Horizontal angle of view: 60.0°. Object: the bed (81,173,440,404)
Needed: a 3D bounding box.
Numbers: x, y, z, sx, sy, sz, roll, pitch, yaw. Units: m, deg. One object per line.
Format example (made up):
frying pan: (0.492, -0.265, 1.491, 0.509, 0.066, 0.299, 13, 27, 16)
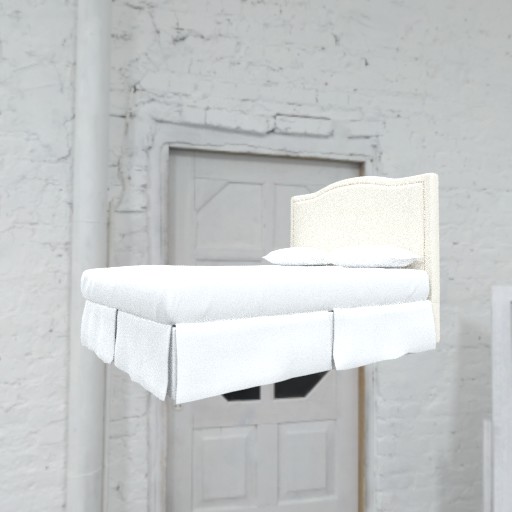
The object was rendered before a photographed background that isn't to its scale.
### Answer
bed: (0.000, 0.000, 3.473, 2.282, 1.436, 1.821, 0, 0, -35)
